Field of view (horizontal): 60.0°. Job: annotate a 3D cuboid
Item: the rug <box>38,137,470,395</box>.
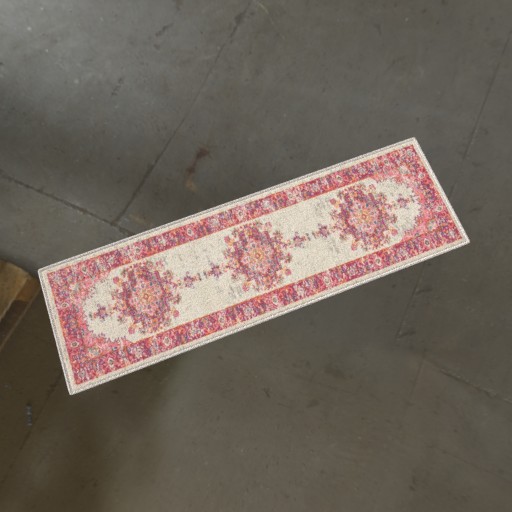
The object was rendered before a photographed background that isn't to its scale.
[{"bbox_3d":[0.000,0.000,1.946,1.824,0.009,0.562,-20,76,-5],"label":"rug"}]
